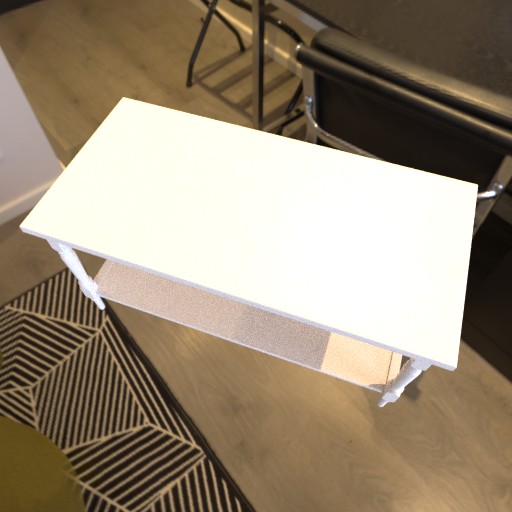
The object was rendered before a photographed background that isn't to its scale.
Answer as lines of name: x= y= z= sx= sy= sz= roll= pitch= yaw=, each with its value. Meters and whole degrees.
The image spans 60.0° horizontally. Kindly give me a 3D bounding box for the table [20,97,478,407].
table: x=0.000 y=0.000 z=1.398 sx=1.107 sy=0.510 sz=0.550 roll=17 pitch=59 yaw=11
